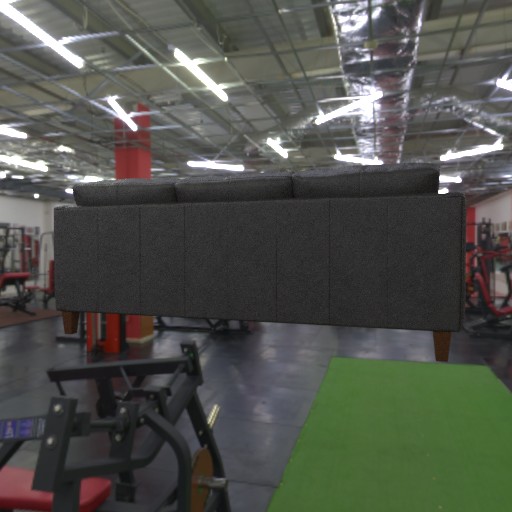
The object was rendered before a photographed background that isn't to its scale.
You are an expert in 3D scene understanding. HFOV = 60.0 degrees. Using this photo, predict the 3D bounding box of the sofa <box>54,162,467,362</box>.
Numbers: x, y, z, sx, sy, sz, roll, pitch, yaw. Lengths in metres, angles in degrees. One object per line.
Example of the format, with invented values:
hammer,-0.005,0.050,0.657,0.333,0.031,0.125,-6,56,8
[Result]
sofa,0.000,0.000,2.984,2.464,1.006,1.045,0,1,18
